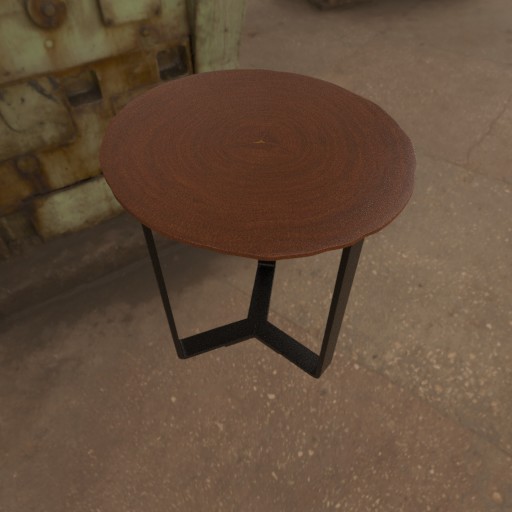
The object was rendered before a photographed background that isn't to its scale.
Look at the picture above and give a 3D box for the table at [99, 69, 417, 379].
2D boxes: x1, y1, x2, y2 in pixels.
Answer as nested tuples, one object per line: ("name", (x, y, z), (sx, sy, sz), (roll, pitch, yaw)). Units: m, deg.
("table", (0.000, 0.000, 0.741), (0.410, 0.450, 0.380), (31, 56, 24))
